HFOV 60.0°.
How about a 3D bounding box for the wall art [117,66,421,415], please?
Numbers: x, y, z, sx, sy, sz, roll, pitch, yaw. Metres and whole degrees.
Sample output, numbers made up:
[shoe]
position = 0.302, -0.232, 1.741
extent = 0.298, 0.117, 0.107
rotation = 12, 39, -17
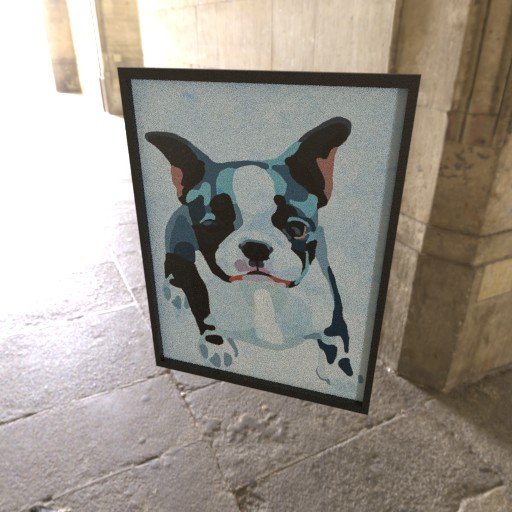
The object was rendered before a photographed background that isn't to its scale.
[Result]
[wall art]
position = 0.000, 0.000, 1.326
extent = 0.774, 1.027, 0.030
rotation = 8, 28, 16
